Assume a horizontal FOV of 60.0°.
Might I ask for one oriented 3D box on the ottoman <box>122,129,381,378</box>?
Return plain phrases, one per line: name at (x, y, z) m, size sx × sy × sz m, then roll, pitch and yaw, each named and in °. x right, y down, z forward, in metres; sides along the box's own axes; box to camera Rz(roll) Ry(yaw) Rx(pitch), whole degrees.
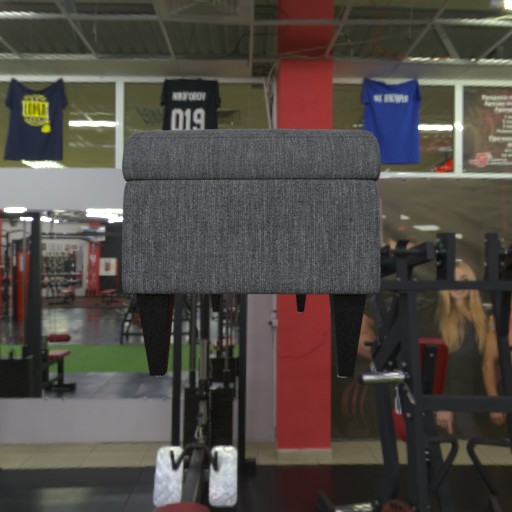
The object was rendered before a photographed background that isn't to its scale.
ottoman at (0.000, 0.000, 1.364) m, size 0.482 × 0.469 × 1.151 m, roll 0°, pitch 0°, yaw 1°
